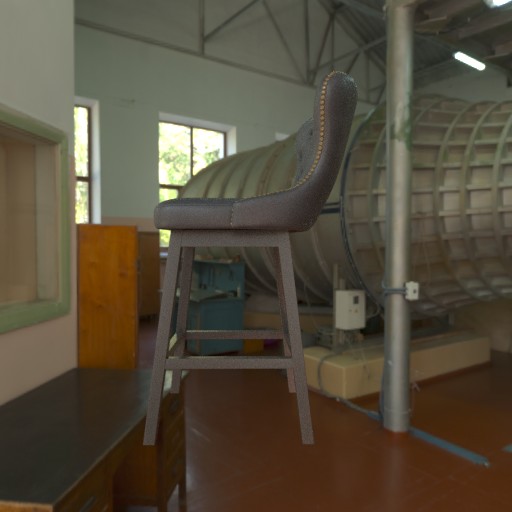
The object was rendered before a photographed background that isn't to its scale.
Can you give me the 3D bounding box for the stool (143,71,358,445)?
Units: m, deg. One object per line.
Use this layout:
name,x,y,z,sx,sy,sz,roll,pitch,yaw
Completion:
stool,0.000,0.000,1.354,0.593,0.971,0.528,0,2,-1
